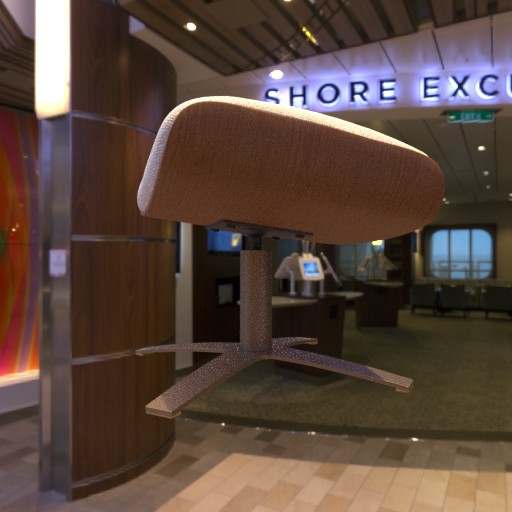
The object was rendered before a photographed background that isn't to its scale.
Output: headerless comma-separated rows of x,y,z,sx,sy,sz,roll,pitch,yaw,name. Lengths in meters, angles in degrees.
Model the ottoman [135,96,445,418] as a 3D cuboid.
0.000,0.000,0.772,0.394,0.391,0.520,0,0,-17,ottoman
